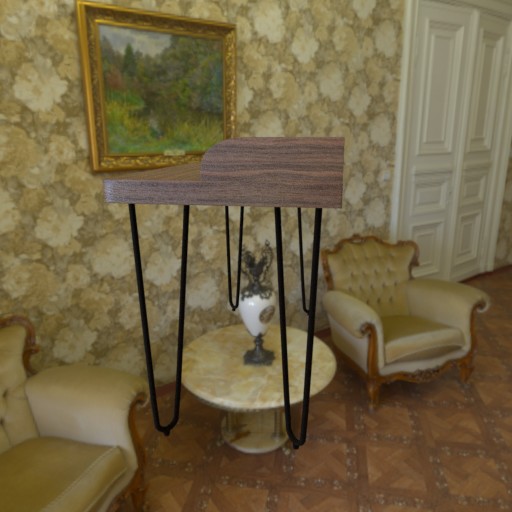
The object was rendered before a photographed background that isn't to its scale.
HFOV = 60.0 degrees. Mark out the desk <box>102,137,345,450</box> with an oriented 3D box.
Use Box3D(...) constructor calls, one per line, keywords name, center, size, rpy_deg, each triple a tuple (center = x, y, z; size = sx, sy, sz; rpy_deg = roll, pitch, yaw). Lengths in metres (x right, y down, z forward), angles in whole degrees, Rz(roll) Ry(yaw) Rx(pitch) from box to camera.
Box3D(name="desk", center=(0.000, 0.000, 1.657), size=(0.565, 0.854, 1.200), rpy_deg=(2, 15, 8))
